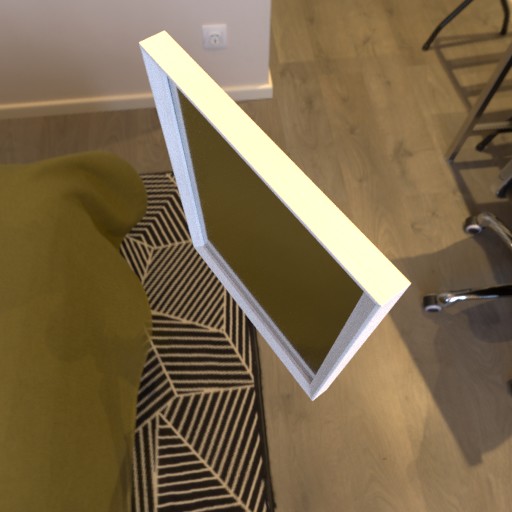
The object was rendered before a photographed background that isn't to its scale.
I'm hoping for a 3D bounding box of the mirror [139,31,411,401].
[{"bbox_3d":[0.000,0.000,0.676,0.041,0.509,0.406,-34,68,-15],"label":"mirror"}]
